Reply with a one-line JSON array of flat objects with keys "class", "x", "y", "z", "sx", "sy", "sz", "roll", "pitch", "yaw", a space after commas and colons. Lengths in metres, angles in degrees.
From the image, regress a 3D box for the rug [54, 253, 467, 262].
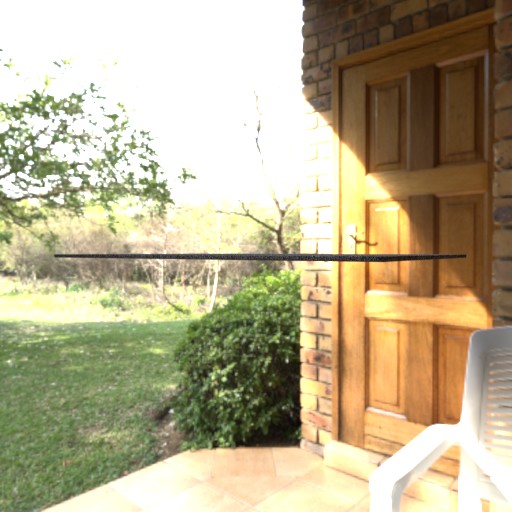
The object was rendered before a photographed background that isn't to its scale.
[{"class": "rug", "x": 0.000, "y": 0.000, "z": 3.477, "sx": 2.699, "sy": 0.026, "sz": 1.802, "roll": 0, "pitch": 1, "yaw": 36}]
